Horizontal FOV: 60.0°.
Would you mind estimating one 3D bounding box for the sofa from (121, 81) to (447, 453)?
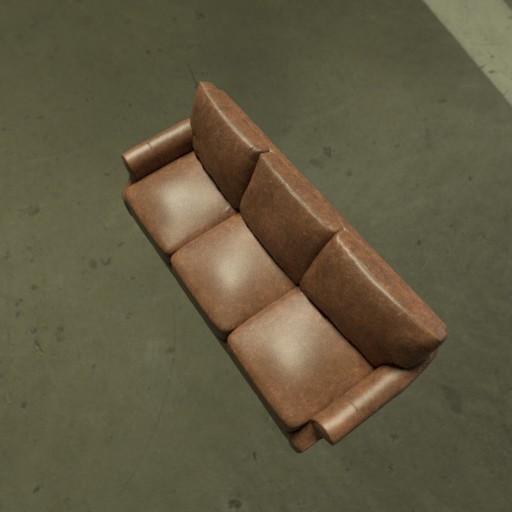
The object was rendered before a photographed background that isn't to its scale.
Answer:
[{"bbox_3d":[0.000,0.000,2.886,0.973,0.977,2.351,-32,67,-16],"label":"sofa"}]
